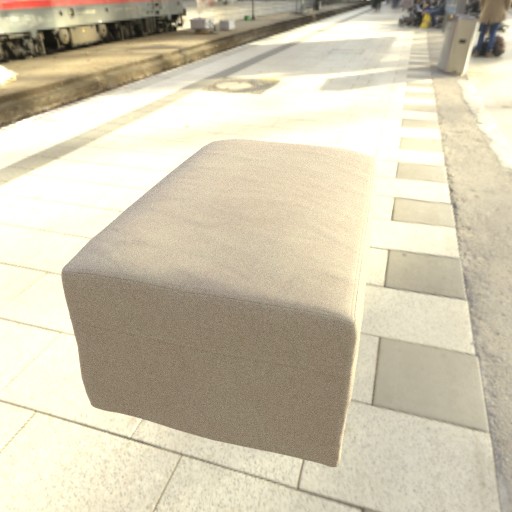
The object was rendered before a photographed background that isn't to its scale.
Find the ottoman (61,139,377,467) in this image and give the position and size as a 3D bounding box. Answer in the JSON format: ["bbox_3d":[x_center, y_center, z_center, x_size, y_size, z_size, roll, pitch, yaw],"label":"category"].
[{"bbox_3d":[0.000,0.000,1.201,0.590,0.444,0.872,8,32,13],"label":"ottoman"}]
